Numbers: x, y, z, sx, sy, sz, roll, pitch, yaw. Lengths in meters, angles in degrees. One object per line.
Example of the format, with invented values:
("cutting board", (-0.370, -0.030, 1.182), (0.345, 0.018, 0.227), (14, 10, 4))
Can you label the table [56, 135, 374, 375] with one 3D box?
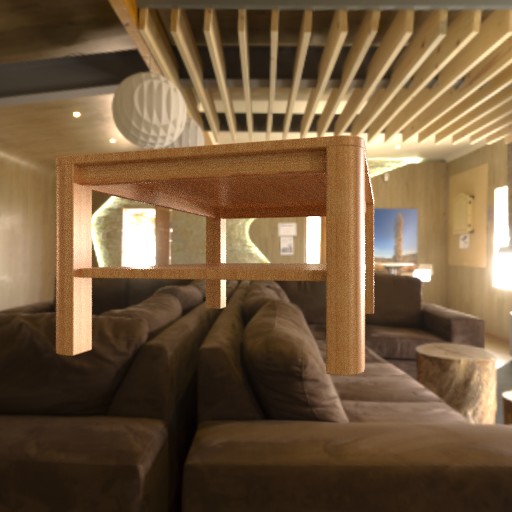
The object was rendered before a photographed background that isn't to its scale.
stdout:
("table", (0.000, 0.000, 1.383), (0.696, 0.445, 0.997), (0, 0, 16))
